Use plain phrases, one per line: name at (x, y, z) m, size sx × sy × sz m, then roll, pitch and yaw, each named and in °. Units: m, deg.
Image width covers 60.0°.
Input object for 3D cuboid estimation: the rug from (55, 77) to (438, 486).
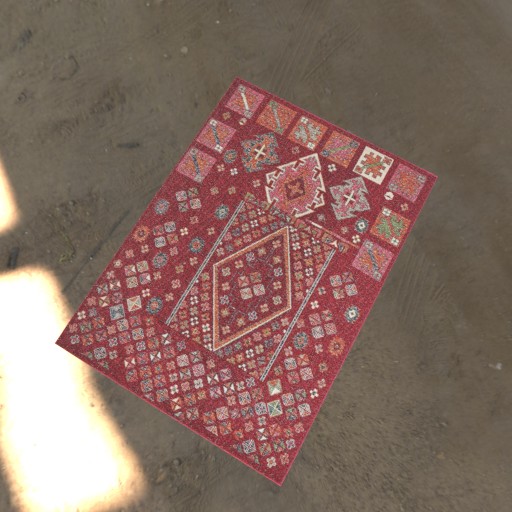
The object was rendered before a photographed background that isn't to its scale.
rug at (0.000, 0.000, 4.302) m, size 2.389 × 0.011 × 3.306 m, roll 29°, pitch 77°, yaw 7°
